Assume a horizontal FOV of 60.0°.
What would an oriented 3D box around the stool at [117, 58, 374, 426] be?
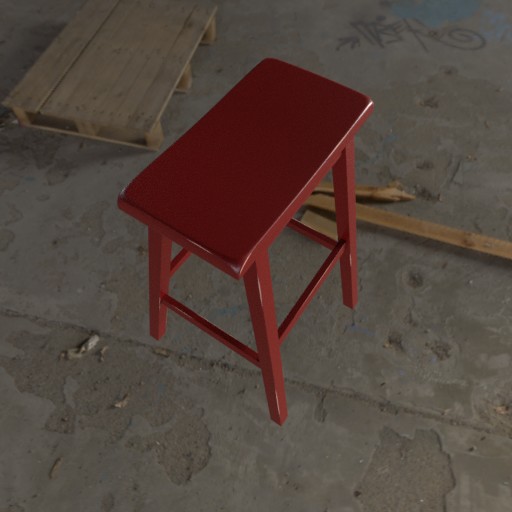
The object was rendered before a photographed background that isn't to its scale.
[{"bbox_3d":[0.000,0.000,1.073,0.476,0.737,0.457,30,63,17],"label":"stool"}]
